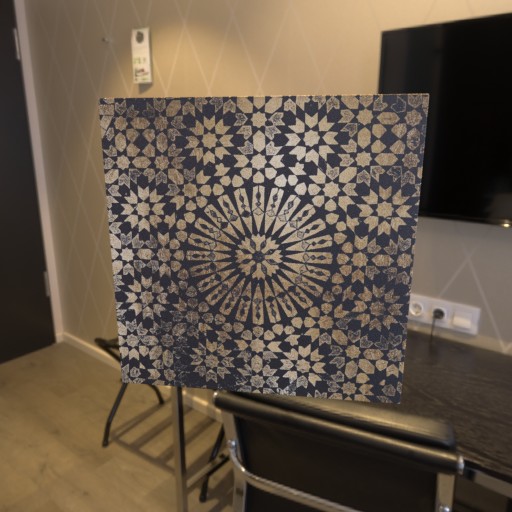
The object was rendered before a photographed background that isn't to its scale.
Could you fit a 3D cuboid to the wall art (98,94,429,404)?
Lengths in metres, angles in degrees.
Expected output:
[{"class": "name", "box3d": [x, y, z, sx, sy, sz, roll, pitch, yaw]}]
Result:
[{"class": "wall art", "box3d": [0.000, 0.000, 1.344, 0.914, 0.914, 0.038, 2, 15, 8]}]
